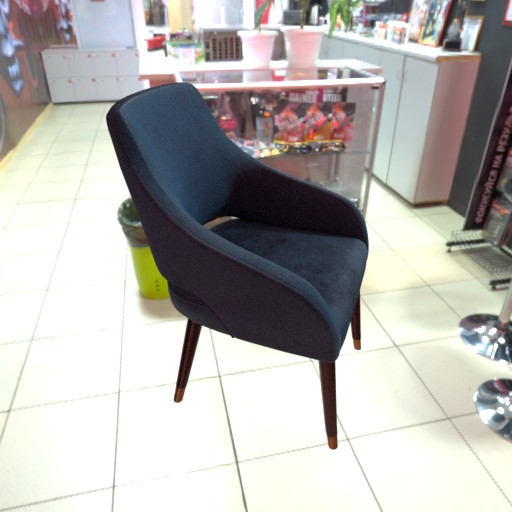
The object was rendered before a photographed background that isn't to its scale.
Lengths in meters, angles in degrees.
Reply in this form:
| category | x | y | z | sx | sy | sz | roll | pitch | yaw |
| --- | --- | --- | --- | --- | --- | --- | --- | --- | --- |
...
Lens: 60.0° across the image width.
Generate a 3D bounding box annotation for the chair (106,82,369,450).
| category | x | y | z | sx | sy | sz | roll | pitch | yaw |
| --- | --- | --- | --- | --- | --- | --- | --- | --- | --- |
| chair | 0.000 | 0.000 | 1.581 | 0.794 | 1.081 | 0.683 | 11 | 33 | 17 |
